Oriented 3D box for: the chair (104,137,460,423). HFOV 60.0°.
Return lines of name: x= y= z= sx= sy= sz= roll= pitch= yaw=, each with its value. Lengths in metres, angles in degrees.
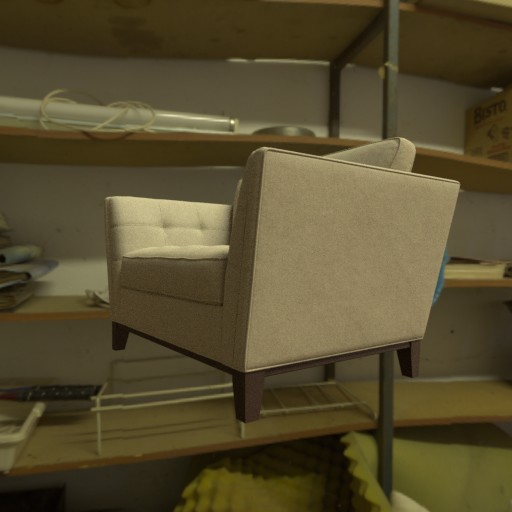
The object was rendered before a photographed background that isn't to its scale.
chair: x=0.000 y=0.000 z=2.009 sx=0.965 sy=0.940 sz=1.397 roll=0 pitch=1 yaw=-36
